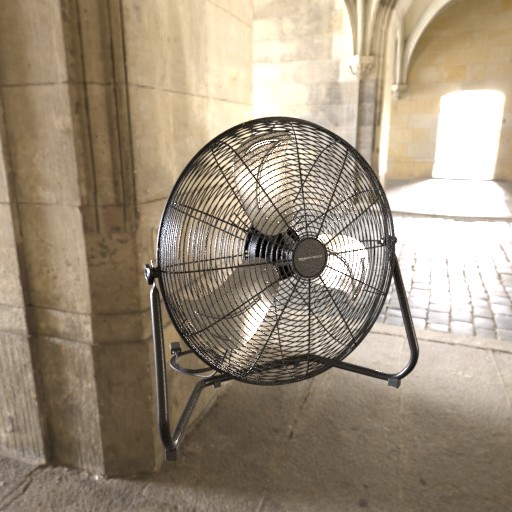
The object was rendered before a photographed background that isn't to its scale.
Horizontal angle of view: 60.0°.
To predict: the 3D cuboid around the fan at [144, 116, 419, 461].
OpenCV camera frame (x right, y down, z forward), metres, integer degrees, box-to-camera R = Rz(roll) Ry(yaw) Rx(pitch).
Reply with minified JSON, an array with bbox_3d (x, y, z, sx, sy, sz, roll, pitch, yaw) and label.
[{"bbox_3d":[0.000,0.000,1.018,0.595,0.605,0.470,-7,17,-26],"label":"fan"}]
